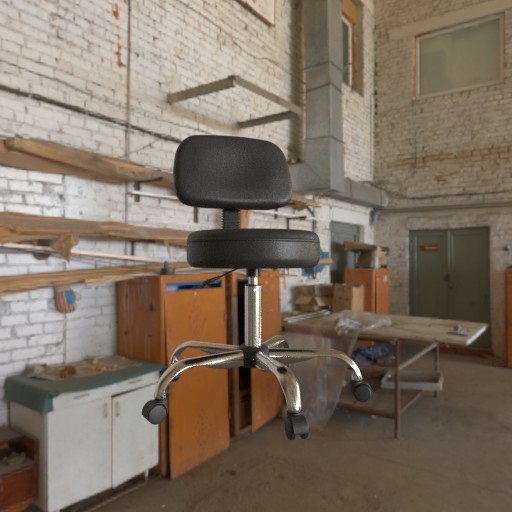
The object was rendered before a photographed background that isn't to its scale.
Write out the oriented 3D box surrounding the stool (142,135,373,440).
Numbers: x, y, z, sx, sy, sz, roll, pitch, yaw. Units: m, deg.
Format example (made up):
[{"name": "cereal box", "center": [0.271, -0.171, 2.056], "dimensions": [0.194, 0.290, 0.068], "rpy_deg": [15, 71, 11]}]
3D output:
[{"name": "stool", "center": [0.000, 0.000, 1.324], "dimensions": [0.673, 0.862, 0.648], "rpy_deg": [0, 0, -19]}]
